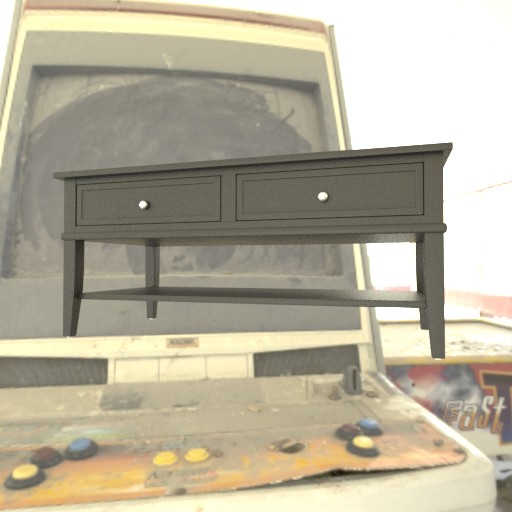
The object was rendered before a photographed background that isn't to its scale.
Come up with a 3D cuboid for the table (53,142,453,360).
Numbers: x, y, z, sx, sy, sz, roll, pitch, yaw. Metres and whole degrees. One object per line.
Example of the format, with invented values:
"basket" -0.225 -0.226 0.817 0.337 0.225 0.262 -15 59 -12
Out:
"table" 0.000 0.000 1.344 1.044 0.470 0.523 0 -1 17
